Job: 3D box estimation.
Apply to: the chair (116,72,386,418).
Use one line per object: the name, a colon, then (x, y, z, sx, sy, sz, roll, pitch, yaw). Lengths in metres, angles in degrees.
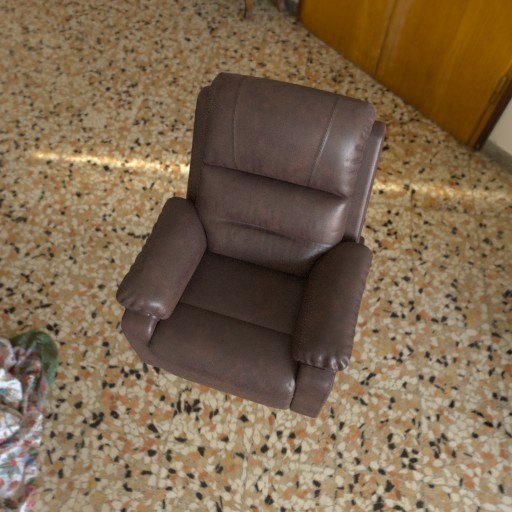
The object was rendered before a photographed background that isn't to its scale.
chair: (0.000, 0.000, 1.712, 0.855, 0.992, 0.919, 15, 60, 9)
